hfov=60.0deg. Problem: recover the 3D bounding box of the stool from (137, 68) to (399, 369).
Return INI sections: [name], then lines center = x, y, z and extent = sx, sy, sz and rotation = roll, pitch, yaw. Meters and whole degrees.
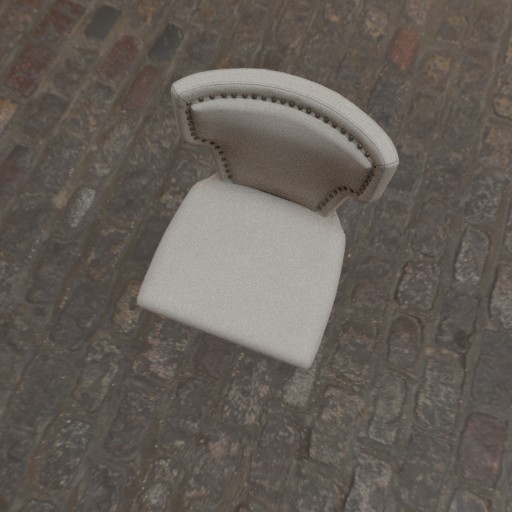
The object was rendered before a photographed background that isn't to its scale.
[stool]
center = 0.000, 0.000, 1.405
extent = 0.526, 1.092, 0.563
rotation = 20, 77, 5
